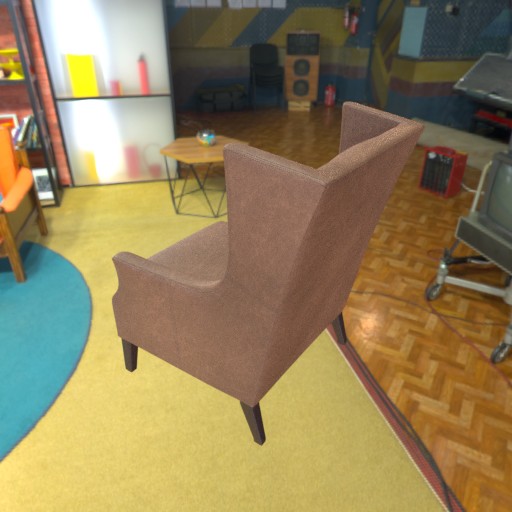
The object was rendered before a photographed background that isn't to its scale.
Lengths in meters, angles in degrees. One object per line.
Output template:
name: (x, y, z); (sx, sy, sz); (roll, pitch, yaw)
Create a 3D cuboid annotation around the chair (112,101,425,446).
chair: (0.000, 0.000, 1.725); (0.913, 1.088, 0.815); (20, 35, 31)
